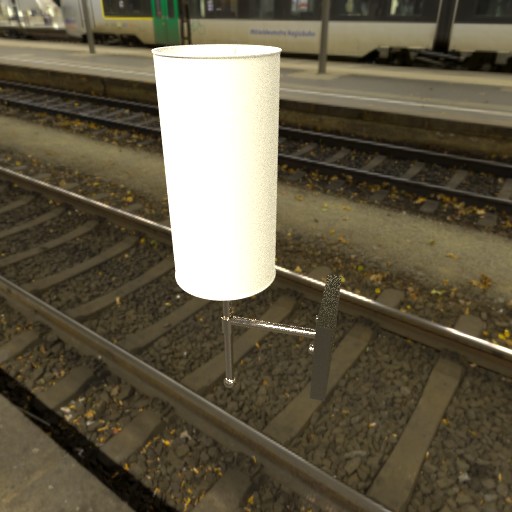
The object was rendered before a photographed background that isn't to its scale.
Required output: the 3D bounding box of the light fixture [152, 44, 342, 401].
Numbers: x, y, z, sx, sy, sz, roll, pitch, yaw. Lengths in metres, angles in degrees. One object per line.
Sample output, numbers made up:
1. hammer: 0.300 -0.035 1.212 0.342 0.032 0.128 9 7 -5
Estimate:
1. light fixture: 0.000 0.000 0.547 0.208 0.462 0.128 7 30 13
